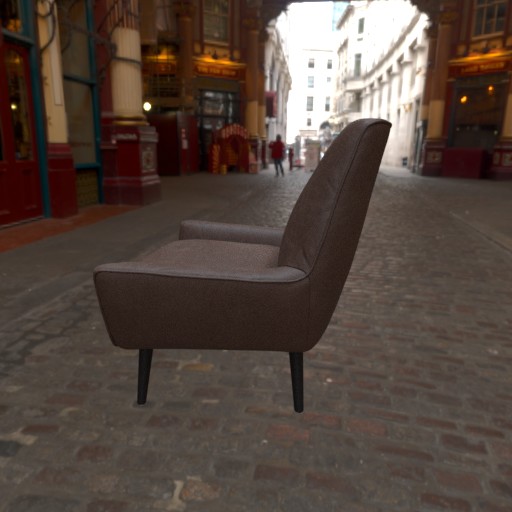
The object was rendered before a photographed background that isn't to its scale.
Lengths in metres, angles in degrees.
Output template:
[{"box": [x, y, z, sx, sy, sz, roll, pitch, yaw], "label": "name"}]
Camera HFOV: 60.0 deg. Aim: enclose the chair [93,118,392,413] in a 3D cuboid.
[{"box": [0.000, 0.000, 1.524, 0.824, 0.888, 0.787, 2, 15, 9], "label": "chair"}]
